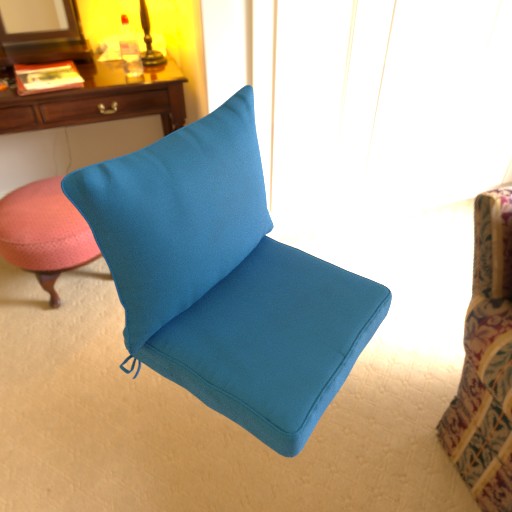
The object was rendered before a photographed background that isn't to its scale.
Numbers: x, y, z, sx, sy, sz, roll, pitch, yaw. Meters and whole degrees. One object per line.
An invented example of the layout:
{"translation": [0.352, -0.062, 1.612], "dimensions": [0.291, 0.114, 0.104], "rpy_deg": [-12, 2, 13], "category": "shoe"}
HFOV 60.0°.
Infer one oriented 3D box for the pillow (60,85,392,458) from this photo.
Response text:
{"translation": [0.000, 0.000, 1.360], "dimensions": [0.733, 0.725, 0.798], "rpy_deg": [24, 46, 26], "category": "pillow"}
